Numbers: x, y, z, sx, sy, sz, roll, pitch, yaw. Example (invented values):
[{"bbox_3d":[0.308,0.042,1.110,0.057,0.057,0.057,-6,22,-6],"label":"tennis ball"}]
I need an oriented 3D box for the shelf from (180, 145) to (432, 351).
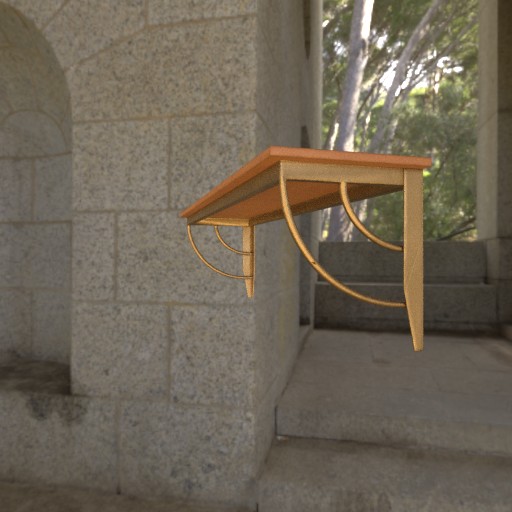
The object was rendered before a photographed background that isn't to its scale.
[{"bbox_3d":[0.000,0.000,0.711,0.166,0.190,0.636,0,0,-17],"label":"shelf"}]
